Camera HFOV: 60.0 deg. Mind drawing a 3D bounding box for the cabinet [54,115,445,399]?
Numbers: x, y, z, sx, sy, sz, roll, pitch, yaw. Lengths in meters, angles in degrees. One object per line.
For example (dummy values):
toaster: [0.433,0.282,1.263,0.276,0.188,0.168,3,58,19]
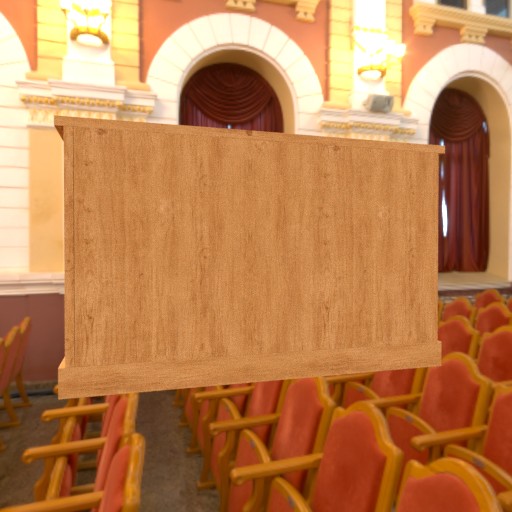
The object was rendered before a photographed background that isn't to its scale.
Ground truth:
cabinet: [0.000,0.000,1.655,1.321,0.810,0.432,0,1,-16]
